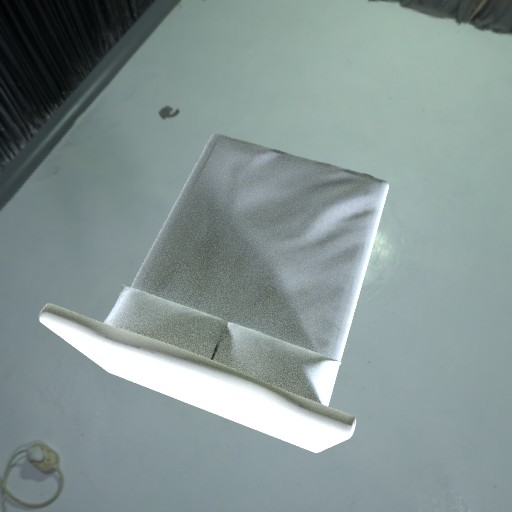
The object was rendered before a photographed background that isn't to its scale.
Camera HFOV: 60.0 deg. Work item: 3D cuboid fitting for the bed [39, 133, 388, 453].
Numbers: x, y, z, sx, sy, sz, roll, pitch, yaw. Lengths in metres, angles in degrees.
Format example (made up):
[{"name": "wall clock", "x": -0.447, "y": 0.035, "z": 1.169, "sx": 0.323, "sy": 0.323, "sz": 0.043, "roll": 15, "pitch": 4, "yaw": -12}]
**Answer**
[{"name": "bed", "x": 0.000, "y": 0.000, "z": 3.258, "sx": 1.753, "sy": 1.460, "sz": 2.143, "roll": 18, "pitch": 65, "yaw": 9}]
